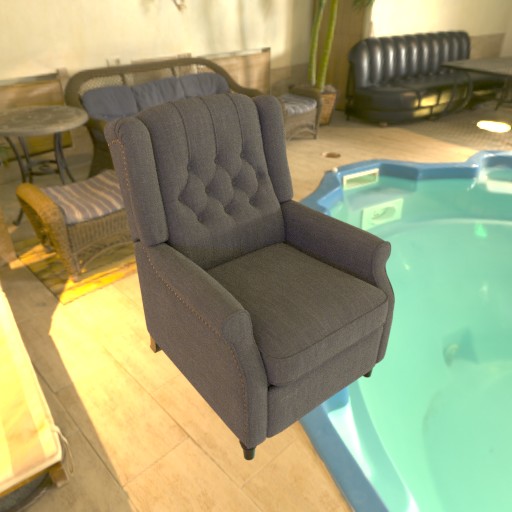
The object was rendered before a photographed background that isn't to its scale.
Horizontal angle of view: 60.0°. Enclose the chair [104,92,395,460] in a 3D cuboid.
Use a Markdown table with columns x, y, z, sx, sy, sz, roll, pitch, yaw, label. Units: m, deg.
| x | y | z | sx | sy | sz | roll | pitch | yaw | label |
| --- | --- | --- | --- | --- | --- | --- | --- | --- | --- |
| 0.000 | 0.000 | 1.646 | 0.742 | 1.035 | 0.898 | -22 | 37 | -32 | chair |
